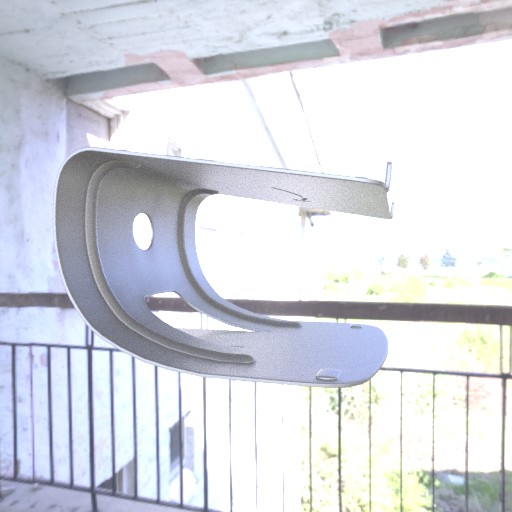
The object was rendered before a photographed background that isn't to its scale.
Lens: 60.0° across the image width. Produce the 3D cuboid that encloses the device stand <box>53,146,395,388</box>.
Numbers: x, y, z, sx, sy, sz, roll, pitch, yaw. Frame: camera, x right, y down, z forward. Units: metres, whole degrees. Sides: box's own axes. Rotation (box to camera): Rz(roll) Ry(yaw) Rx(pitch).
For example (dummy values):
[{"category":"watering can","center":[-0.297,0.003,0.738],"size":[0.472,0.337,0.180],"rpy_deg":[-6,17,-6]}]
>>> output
[{"category":"device stand","center":[0.000,0.000,0.398],"size":[0.236,0.155,0.256],"rpy_deg":[0,0,18]}]
